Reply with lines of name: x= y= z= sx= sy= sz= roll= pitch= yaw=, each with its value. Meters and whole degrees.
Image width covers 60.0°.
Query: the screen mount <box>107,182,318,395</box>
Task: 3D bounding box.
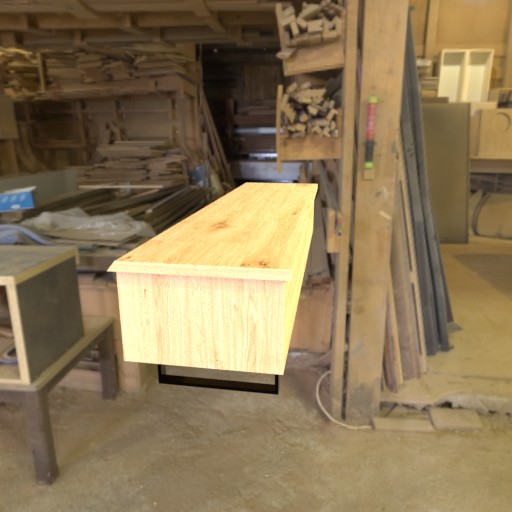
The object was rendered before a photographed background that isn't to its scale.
screen mount: x=0.000 y=0.000 z=1.898 sx=0.450 sy=0.430 sz=1.700 roll=3 pitch=16 yaw=9
